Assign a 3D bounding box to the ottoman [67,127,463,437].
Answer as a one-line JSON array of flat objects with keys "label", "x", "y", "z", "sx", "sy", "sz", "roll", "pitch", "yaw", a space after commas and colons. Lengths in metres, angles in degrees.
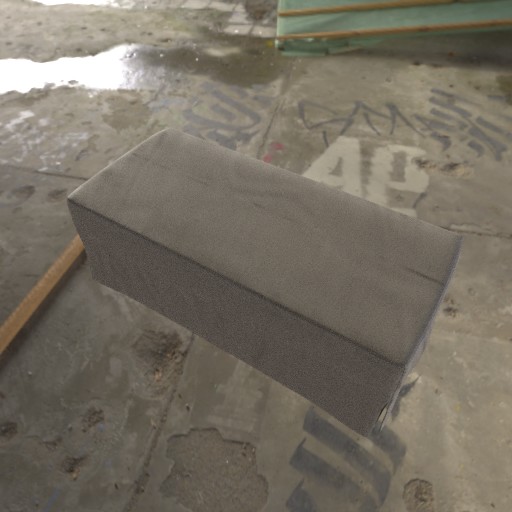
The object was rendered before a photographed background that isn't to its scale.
[{"label": "ottoman", "x": 0.000, "y": 0.000, "z": 1.753, "sx": 1.388, "sy": 0.457, "sz": 0.665, "roll": 25, "pitch": 52, "yaw": 21}]
